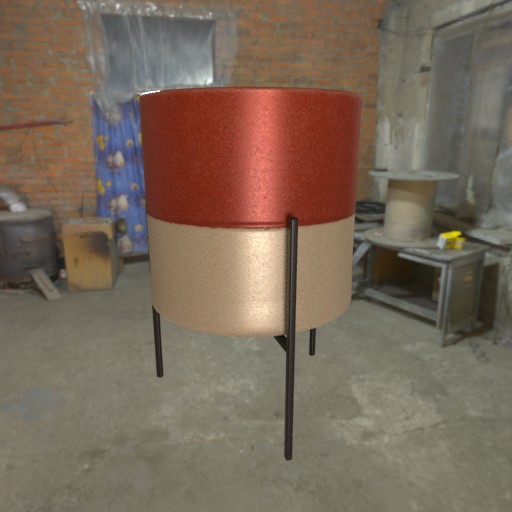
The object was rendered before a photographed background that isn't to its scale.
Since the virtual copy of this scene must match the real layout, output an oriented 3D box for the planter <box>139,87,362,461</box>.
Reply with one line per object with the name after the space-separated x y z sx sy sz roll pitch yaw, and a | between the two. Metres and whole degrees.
0.000 0.000 0.526 0.235 0.354 0.251 14 21 42 | planter
